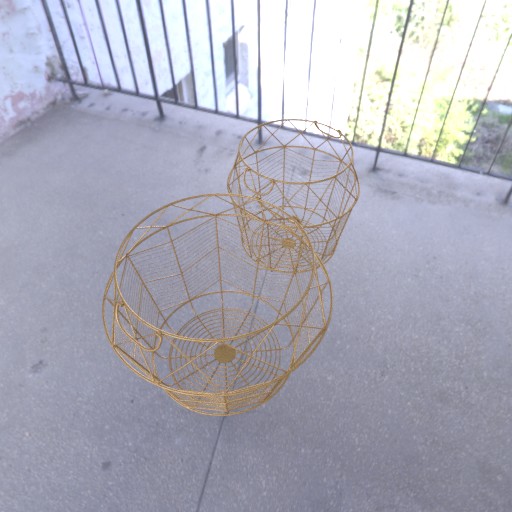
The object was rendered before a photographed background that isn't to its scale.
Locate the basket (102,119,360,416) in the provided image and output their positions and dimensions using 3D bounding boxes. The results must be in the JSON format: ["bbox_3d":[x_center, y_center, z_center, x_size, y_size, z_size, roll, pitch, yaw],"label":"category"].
[{"bbox_3d":[0.000,0.000,1.045,0.451,0.343,0.805,18,49,17],"label":"basket"}]
